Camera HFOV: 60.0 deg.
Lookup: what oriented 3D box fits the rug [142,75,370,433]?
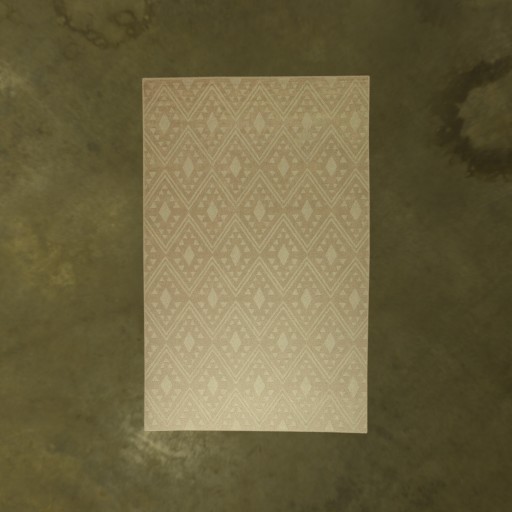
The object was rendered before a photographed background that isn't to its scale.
[{"bbox_3d":[0.000,0.000,3.036,1.553,0.053,2.430,0,92,2],"label":"rug"}]
